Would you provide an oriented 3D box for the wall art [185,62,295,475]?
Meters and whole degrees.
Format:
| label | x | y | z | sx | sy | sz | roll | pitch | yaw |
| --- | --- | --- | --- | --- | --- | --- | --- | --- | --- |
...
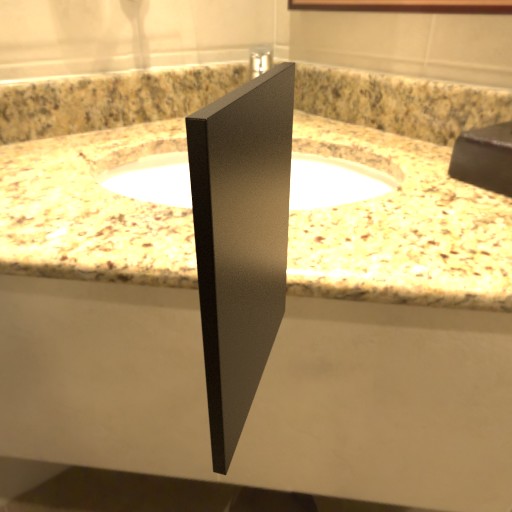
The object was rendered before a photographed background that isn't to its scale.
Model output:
| label | x | y | z | sx | sy | sz | roll | pitch | yaw |
| --- | --- | --- | --- | --- | --- | --- | --- | --- | --- |
| wall art | 0.000 | 0.000 | 1.611 | 0.053 | 1.194 | 0.950 | 8 | 31 | 13 |
